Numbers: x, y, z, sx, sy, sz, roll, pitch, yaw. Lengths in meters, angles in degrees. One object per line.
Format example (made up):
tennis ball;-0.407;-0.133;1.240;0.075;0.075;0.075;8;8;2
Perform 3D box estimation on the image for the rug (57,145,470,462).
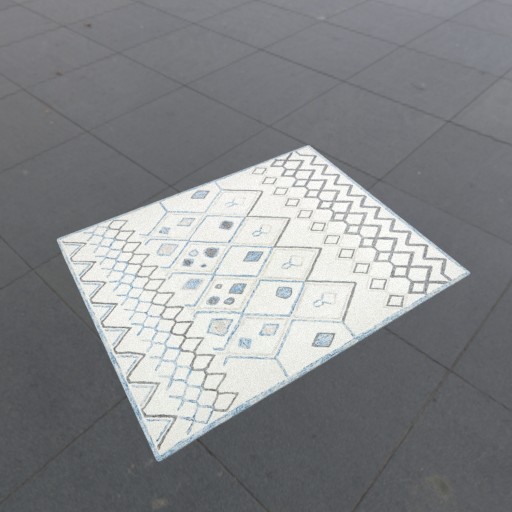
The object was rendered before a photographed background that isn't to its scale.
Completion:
rug;0.000;0.000;4.155;3.056;0.013;2.441;-25;52;-21
